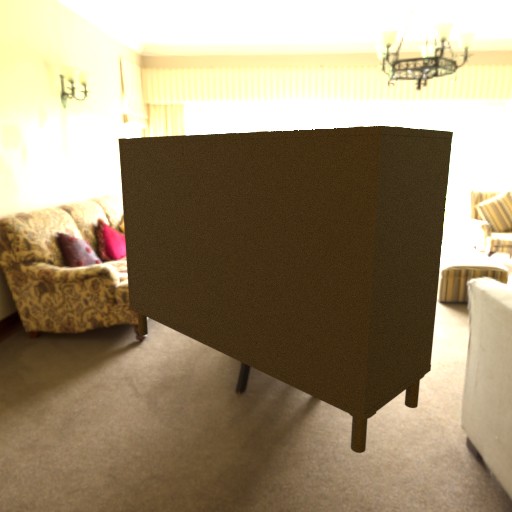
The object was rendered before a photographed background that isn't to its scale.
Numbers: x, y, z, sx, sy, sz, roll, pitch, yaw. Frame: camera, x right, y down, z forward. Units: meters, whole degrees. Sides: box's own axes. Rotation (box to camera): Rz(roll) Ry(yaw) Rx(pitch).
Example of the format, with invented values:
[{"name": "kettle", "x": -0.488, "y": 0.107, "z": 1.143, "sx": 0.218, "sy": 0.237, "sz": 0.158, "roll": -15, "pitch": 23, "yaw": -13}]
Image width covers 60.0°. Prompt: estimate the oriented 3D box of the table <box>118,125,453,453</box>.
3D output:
[{"name": "table", "x": 0.000, "y": 0.000, "z": 1.629, "sx": 0.400, "sy": 0.855, "sz": 1.200, "roll": -12, "pitch": 18, "yaw": -43}]
